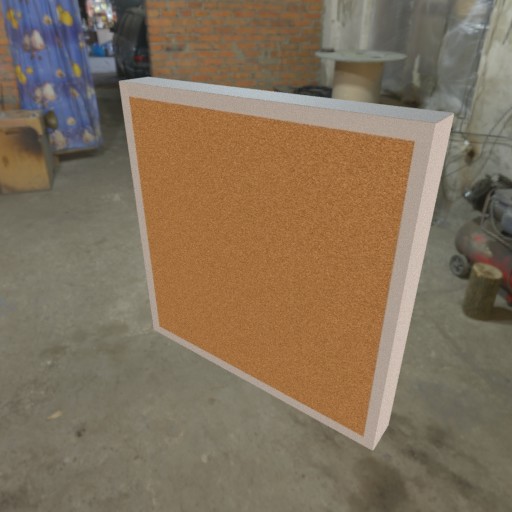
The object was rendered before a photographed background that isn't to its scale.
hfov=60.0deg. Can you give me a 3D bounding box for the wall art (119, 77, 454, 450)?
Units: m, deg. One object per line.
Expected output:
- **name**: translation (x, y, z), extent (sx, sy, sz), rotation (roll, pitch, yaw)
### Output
- **wall art**: translation (0.000, 0.000, 0.438), extent (0.305, 0.305, 0.038), rotation (20, 35, 31)
